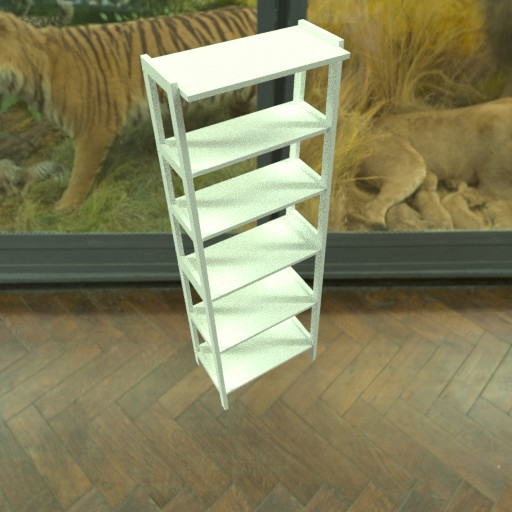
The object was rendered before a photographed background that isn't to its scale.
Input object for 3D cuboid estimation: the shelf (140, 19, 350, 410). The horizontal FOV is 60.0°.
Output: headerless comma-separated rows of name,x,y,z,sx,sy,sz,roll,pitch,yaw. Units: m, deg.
shelf,0.000,0.000,2.128,0.660,1.892,0.381,-24,50,-21
